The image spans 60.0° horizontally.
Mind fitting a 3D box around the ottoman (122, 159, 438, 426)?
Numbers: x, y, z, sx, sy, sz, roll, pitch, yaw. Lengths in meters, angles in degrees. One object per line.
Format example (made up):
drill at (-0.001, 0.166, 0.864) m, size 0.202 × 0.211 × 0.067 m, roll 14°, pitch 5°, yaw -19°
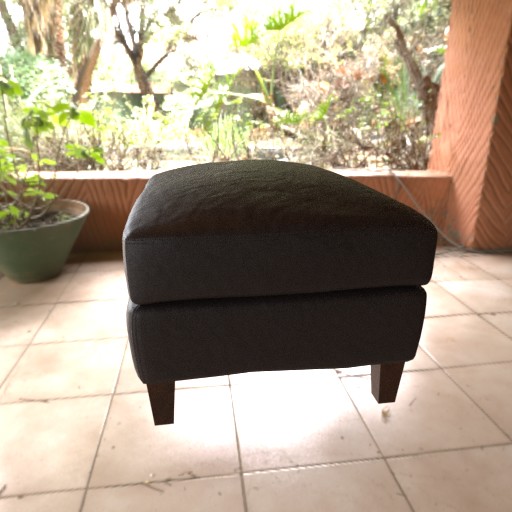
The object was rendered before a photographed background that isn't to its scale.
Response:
ottoman at (0.000, 0.000, 1.305) m, size 0.659 × 0.529 × 0.887 m, roll -3°, pitch 18°, yaw -8°
